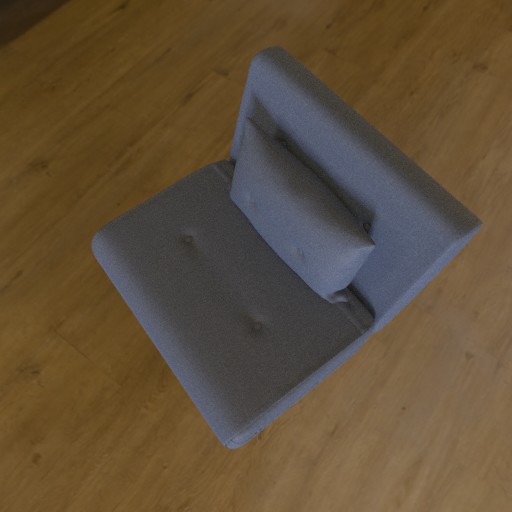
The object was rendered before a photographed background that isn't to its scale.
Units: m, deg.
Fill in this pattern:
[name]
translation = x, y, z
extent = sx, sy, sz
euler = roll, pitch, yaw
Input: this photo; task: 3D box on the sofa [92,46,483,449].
[sofa]
translation = 0.000, 0.000, 1.713
extent = 0.996, 0.860, 0.999
euler = -35, 69, -15
